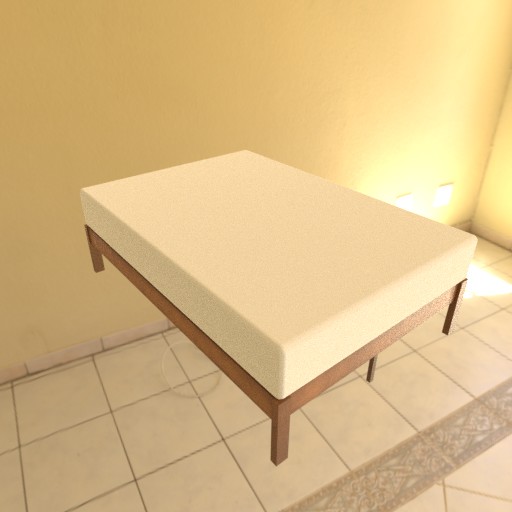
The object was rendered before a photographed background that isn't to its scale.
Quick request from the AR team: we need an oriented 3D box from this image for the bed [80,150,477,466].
[{"bbox_3d":[0.000,0.000,2.660,1.348,0.616,1.927,-22,37,-33],"label":"bed"}]
